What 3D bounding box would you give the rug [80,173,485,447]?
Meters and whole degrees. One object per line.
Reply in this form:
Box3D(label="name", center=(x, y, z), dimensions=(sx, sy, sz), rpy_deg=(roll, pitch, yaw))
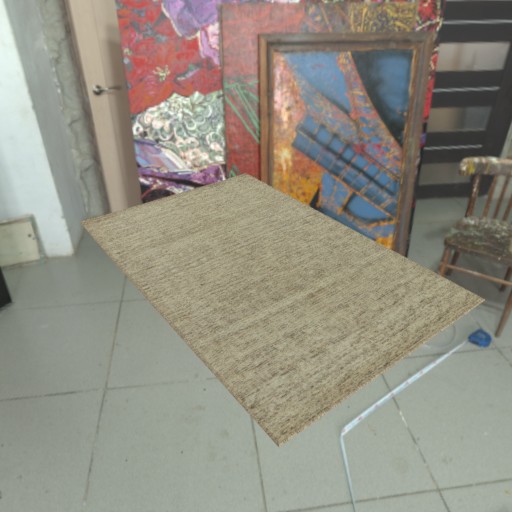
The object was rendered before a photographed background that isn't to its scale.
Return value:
Box3D(label="rug", center=(0.000, 0.000, 2.298), dimensions=(1.211, 0.018, 1.822), rpy_deg=(-23, 39, -30))
